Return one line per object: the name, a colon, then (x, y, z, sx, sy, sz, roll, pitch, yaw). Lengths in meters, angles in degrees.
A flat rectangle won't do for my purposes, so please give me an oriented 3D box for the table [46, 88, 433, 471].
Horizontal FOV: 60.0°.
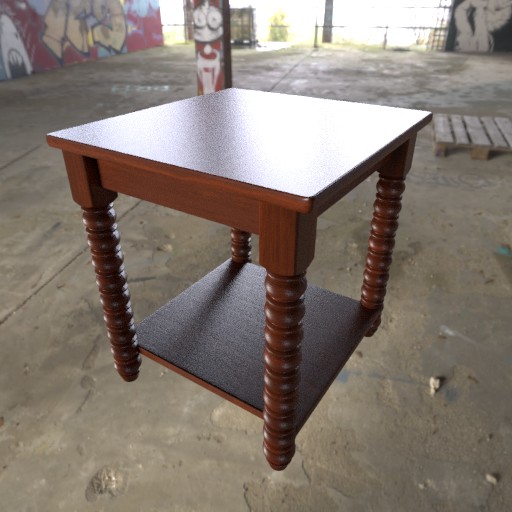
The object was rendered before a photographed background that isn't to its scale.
table: (0.000, 0.000, 0.953, 0.500, 0.567, 0.533, 18, 35, 28)
